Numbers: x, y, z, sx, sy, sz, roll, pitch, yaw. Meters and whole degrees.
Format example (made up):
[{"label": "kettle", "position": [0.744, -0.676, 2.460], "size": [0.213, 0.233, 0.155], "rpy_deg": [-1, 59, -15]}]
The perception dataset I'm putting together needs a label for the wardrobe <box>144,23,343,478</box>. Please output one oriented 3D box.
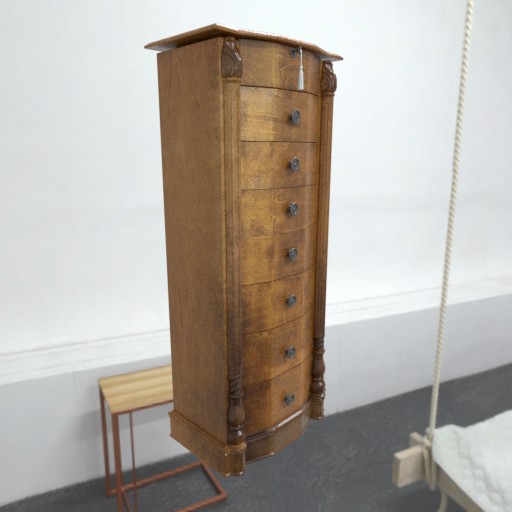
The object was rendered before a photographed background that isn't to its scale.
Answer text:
[{"label": "wardrobe", "position": [0.000, 0.000, 1.107], "size": [0.273, 0.959, 0.406], "rpy_deg": [13, 18, 43]}]
